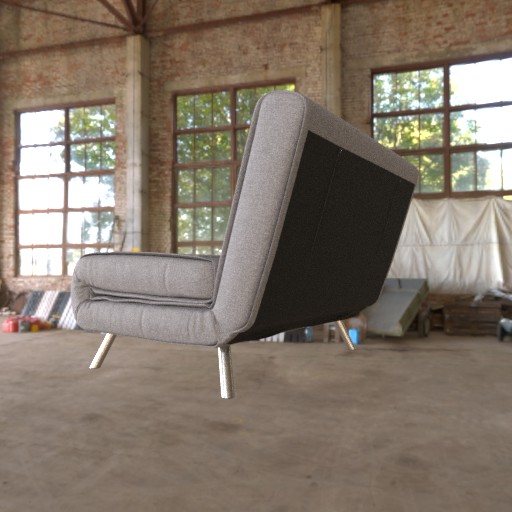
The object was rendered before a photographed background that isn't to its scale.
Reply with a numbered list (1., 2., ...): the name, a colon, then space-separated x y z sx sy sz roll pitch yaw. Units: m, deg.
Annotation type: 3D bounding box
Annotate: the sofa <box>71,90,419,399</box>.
1. sofa: 0.000 0.000 1.757 1.000 0.825 1.020 -1 -1 35
